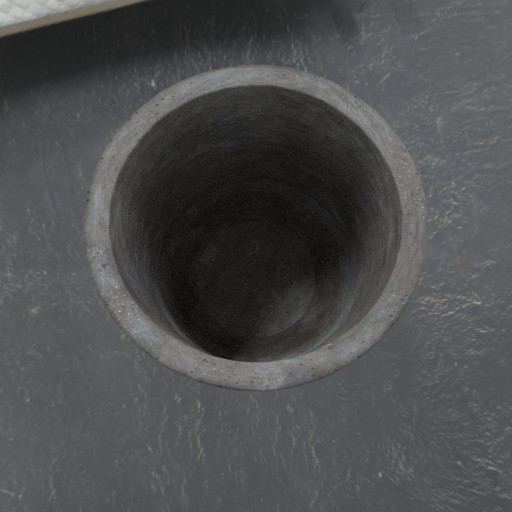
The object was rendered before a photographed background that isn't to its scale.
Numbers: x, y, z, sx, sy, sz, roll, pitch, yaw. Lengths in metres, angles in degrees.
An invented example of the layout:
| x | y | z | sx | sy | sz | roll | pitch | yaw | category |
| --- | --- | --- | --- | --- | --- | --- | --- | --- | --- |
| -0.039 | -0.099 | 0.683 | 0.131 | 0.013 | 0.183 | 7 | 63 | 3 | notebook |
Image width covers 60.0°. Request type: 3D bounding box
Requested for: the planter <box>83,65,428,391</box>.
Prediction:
| x | y | z | sx | sy | sz | roll | pitch | yaw | category |
| --- | --- | --- | --- | --- | --- | --- | --- | --- | --- |
| 0.000 | 0.000 | 0.253 | 0.142 | 0.149 | 0.142 | 0 | 76 | 0 | planter |
